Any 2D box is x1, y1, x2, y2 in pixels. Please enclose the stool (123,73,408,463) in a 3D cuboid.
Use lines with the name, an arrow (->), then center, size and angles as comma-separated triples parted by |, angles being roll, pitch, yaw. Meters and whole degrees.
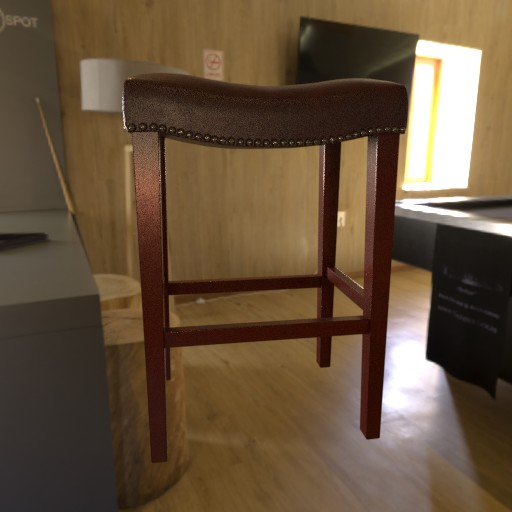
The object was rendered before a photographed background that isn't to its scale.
stool -> 0.000, 0.000, 1.001 | 0.504, 0.742, 0.372 | -2, 14, -9
